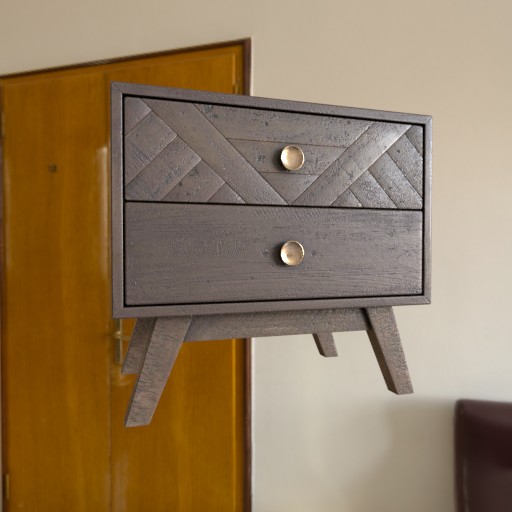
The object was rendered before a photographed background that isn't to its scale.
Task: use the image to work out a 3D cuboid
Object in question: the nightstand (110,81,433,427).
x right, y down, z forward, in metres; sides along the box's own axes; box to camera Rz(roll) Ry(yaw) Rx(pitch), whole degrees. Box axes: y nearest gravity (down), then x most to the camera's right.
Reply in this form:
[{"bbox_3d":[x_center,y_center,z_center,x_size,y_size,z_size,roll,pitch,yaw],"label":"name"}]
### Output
[{"bbox_3d":[0.000,0.000,1.050,0.650,0.599,0.450,0,1,-18],"label":"nightstand"}]
